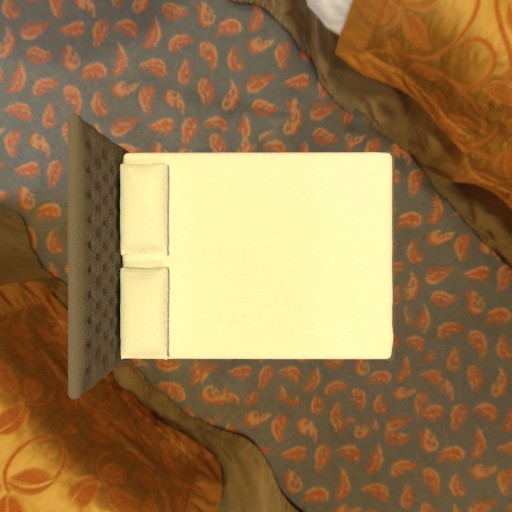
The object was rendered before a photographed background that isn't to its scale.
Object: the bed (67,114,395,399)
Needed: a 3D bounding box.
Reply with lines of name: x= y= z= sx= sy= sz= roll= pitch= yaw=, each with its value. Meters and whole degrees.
bed: x=0.000 y=0.000 z=3.294 sx=2.233 sy=1.426 sz=1.696 roll=0 pitch=90 yaw=1
